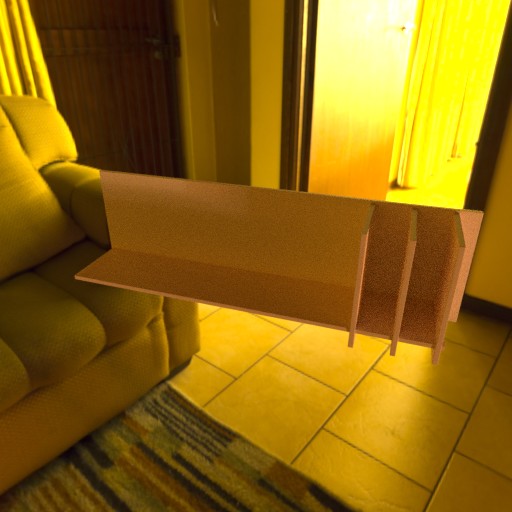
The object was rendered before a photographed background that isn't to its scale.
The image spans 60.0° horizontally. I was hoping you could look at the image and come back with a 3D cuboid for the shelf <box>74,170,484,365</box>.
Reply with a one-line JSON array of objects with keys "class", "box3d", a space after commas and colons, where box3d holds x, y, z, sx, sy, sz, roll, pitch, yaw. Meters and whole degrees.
[{"class": "shelf", "box3d": [0.000, 0.000, 1.135, 1.020, 0.300, 0.200, 9, 29, 16]}]
